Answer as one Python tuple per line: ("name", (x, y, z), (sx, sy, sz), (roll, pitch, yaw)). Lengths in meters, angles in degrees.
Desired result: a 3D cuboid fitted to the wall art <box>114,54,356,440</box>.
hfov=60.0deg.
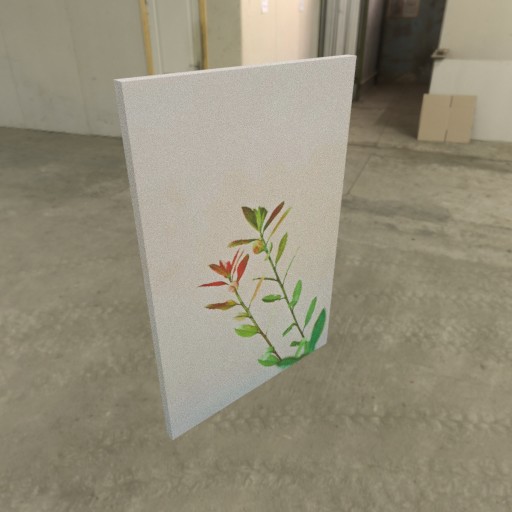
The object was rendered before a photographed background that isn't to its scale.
("wall art", (0.000, 0.000, 1.436), (0.764, 1.143, 0.038), (-23, 37, -34))
